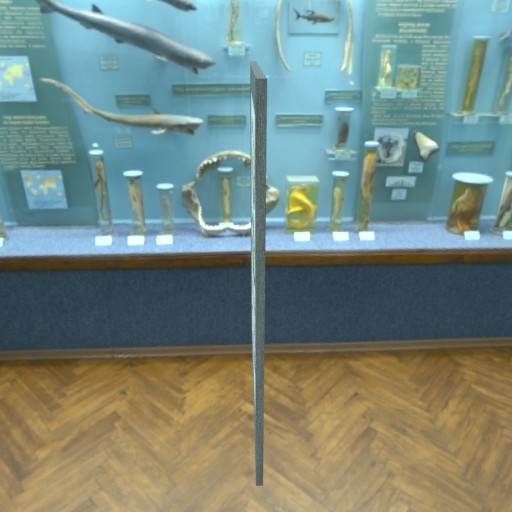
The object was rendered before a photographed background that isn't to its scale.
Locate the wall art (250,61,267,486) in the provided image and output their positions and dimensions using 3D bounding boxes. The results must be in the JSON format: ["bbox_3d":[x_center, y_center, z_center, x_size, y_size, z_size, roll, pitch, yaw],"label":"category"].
[{"bbox_3d":[0.000,0.000,1.365,0.020,1.070,0.768,-1,26,-1],"label":"wall art"}]
